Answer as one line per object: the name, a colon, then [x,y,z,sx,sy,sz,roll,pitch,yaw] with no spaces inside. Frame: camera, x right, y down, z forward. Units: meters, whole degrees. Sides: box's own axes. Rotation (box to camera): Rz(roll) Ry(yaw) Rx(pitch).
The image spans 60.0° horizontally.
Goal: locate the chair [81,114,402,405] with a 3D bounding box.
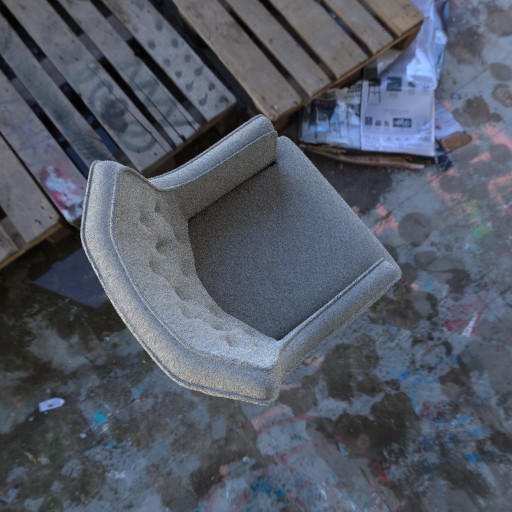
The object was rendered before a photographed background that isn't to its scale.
chair: [0.000,0.000,1.690,0.910,0.920,0.820,-36,78,-9]
